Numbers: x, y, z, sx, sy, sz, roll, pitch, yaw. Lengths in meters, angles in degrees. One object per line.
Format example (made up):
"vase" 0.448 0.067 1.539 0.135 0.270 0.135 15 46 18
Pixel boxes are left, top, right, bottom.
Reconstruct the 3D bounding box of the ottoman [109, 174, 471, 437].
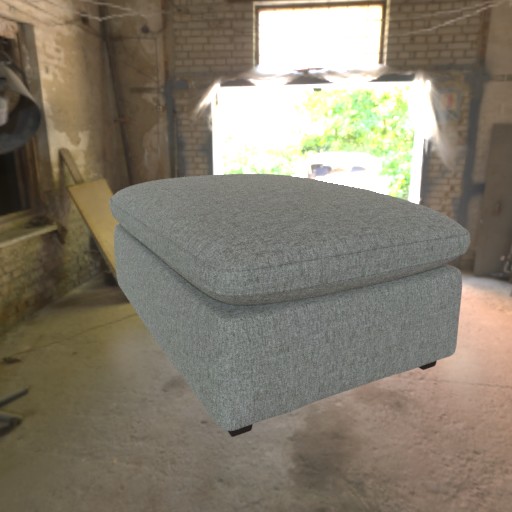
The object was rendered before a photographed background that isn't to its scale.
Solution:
"ottoman" 0.000 0.000 1.324 0.694 0.451 0.977 -9 18 -27
